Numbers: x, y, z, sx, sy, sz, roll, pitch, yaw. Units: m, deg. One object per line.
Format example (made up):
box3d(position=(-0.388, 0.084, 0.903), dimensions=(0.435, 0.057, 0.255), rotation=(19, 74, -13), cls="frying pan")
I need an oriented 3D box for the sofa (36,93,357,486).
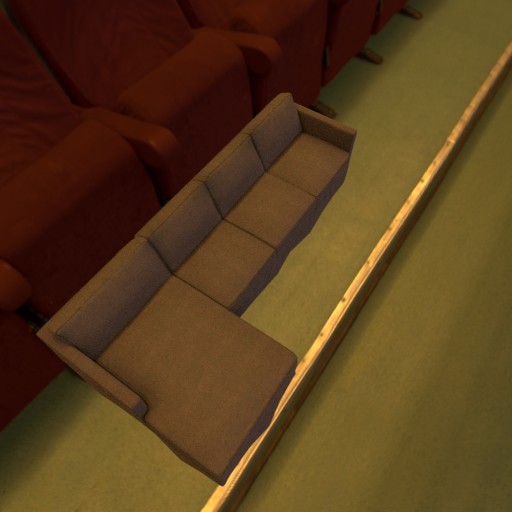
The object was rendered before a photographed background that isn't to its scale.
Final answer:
box3d(position=(0.000, 0.000, 3.814), dimensions=(1.650, 0.922, 3.205), rotation=(30, 62, 18), cls="sofa")
